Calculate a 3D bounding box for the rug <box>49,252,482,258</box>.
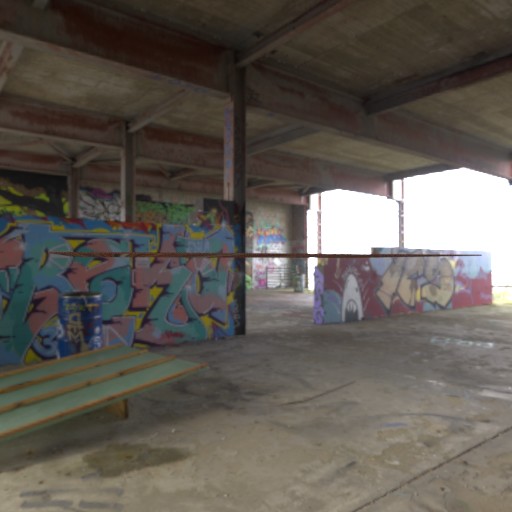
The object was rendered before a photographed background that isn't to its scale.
[{"bbox_3d":[0.000,0.000,3.082,2.438,0.008,1.523,0,-1,-18],"label":"rug"}]
